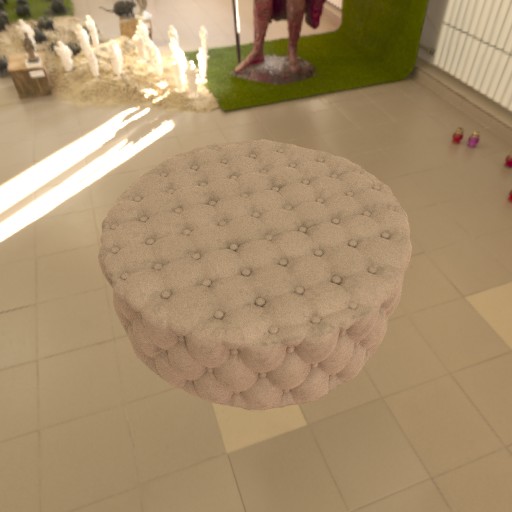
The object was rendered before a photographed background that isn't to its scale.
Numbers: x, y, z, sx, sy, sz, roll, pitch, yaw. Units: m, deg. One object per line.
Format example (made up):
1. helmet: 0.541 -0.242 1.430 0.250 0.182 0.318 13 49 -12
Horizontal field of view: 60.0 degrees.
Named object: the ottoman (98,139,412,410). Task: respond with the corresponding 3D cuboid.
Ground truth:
1. ottoman: 0.000 0.000 1.545 0.998 0.399 0.998 0 45 0
